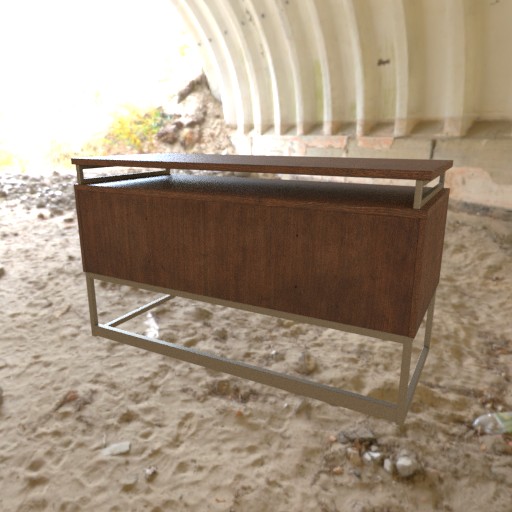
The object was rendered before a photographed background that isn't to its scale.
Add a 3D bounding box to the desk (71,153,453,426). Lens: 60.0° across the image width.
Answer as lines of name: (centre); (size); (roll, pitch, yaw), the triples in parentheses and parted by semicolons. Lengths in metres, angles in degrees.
desk: (0.000, 0.000, 1.849); (1.384, 0.792, 0.610); (8, 17, 27)
